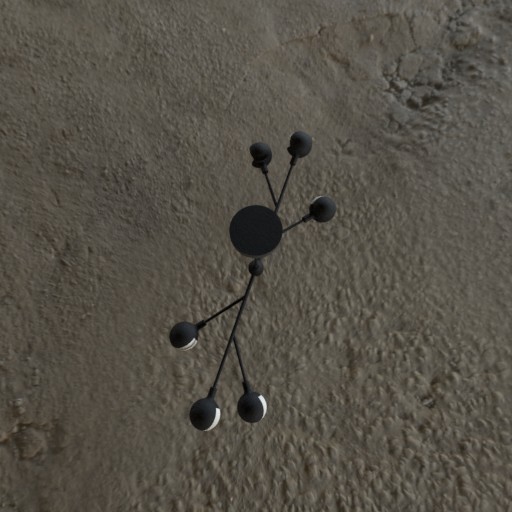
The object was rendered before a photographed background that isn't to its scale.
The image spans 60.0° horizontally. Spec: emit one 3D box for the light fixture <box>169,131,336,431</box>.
[{"bbox_3d":[0.000,0.000,1.009,0.434,0.362,0.778,34,77,9],"label":"light fixture"}]
